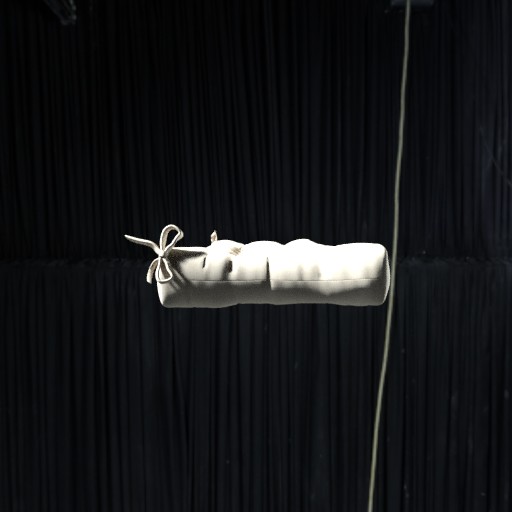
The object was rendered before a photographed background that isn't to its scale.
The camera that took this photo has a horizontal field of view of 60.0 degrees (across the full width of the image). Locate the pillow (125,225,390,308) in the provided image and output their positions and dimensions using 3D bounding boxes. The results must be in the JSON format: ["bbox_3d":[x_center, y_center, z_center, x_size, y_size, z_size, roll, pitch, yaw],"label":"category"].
[{"bbox_3d":[0.000,0.000,1.387,0.511,0.174,1.194,0,3,0],"label":"pillow"}]
